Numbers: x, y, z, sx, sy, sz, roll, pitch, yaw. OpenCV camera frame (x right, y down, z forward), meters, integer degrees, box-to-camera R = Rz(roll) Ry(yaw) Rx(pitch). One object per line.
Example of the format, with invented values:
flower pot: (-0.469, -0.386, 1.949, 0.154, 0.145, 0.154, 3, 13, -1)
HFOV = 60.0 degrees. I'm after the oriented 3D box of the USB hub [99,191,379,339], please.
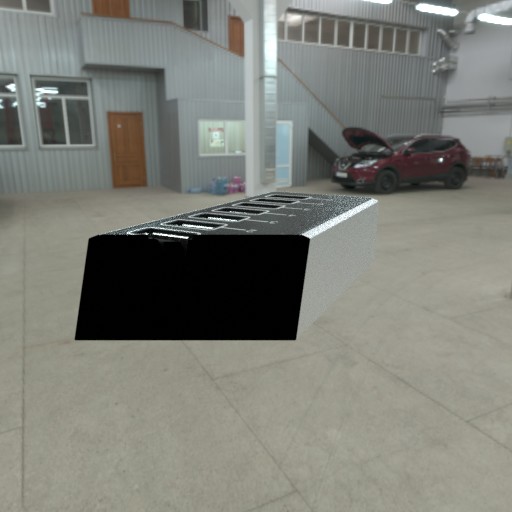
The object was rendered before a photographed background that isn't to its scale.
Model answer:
USB hub: (0.000, 0.000, 0.126, 0.044, 0.023, 0.110, 8, 17, 27)
